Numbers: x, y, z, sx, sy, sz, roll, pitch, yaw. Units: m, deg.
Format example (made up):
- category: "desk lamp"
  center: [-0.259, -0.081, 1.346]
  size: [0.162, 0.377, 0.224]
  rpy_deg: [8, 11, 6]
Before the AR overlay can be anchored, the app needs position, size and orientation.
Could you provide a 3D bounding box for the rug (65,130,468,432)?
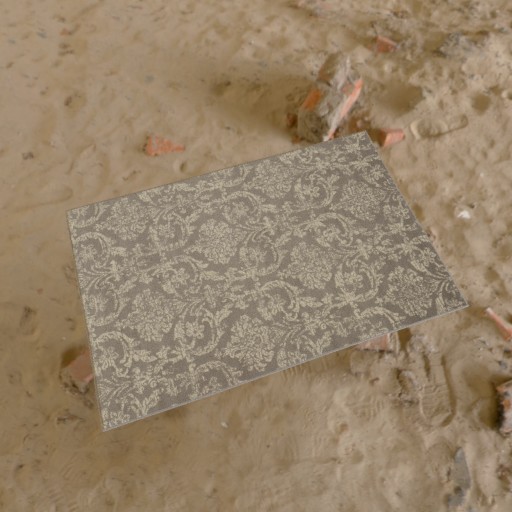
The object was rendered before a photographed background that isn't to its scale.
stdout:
- category: "rug"
  center: [0.000, 0.000, 3.502]
  size: [2.746, 0.018, 1.819]
  rpy_deg: [-17, 64, -8]
